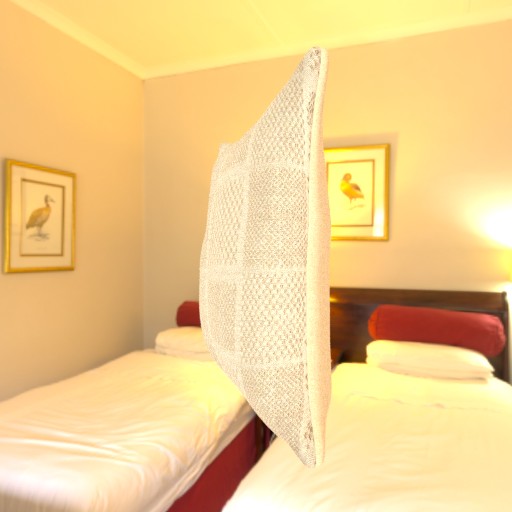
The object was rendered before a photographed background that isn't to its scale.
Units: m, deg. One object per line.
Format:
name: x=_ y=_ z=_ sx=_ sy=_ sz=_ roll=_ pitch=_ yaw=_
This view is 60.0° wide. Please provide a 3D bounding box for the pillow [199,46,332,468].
pillow: x=0.000 y=0.000 z=0.656 sx=0.138 sy=0.432 sz=0.436 roll=0 pitch=1 yaw=-17
